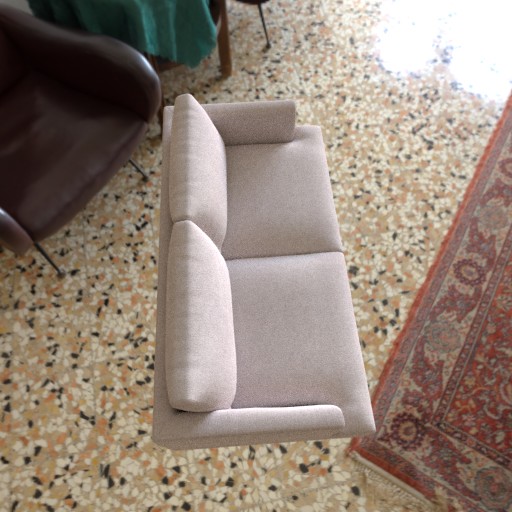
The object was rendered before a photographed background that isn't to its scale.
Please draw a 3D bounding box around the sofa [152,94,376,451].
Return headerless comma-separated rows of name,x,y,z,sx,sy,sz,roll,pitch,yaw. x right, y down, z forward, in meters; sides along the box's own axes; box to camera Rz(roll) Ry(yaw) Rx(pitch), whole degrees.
sofa,0.000,0.000,2.505,1.020,0.868,1.948,-4,63,-2
